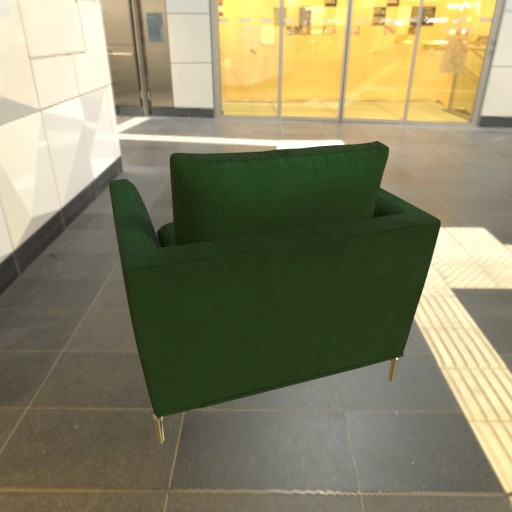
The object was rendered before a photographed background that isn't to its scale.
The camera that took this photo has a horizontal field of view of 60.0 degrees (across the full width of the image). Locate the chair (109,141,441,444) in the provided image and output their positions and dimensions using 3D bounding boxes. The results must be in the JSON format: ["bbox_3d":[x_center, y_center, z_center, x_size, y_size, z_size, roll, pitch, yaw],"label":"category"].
[{"bbox_3d":[0.000,0.000,1.801,1.047,0.997,0.852,-9,28,-17],"label":"chair"}]
